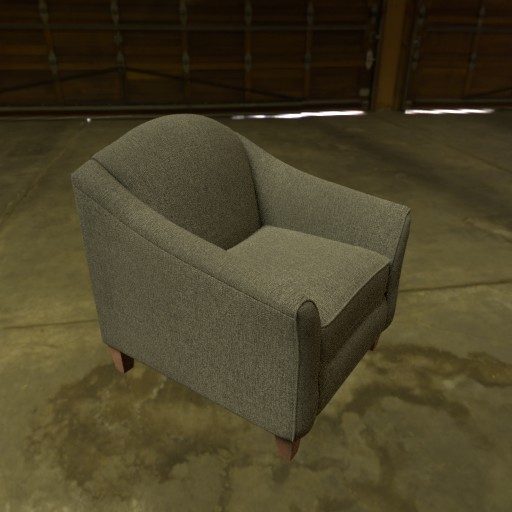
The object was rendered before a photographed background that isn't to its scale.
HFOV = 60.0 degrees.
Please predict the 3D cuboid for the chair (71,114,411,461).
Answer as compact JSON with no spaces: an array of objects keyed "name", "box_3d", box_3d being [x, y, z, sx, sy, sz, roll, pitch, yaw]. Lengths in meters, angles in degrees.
[{"name":"chair","box_3d":[0.000,0.000,1.464,0.787,0.839,0.763,17,31,31]}]
